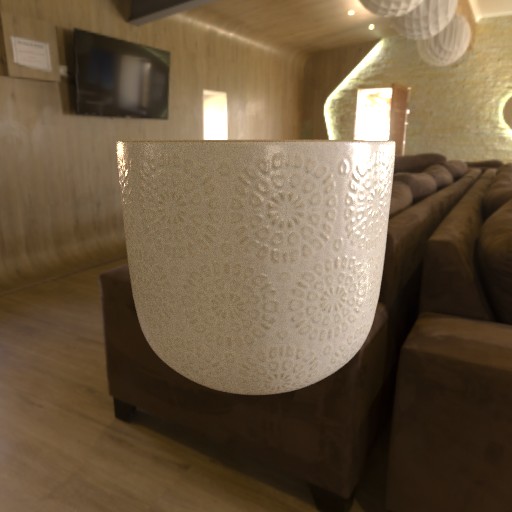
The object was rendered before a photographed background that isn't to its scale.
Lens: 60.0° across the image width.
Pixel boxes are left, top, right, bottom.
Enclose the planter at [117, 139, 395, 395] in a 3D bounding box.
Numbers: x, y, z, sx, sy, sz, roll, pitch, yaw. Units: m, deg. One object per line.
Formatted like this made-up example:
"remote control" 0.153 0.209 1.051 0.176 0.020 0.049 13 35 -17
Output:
"planter" 0.000 0.000 0.301 0.170 0.152 0.170 0 15 0
